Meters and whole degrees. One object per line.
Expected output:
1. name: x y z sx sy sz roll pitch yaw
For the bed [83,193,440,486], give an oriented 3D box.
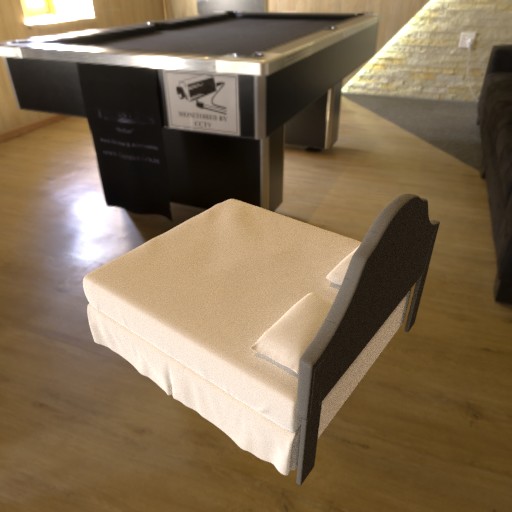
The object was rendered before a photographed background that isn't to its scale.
1. bed: 0.000 0.000 3.593 2.214 1.615 2.008 23 39 31
